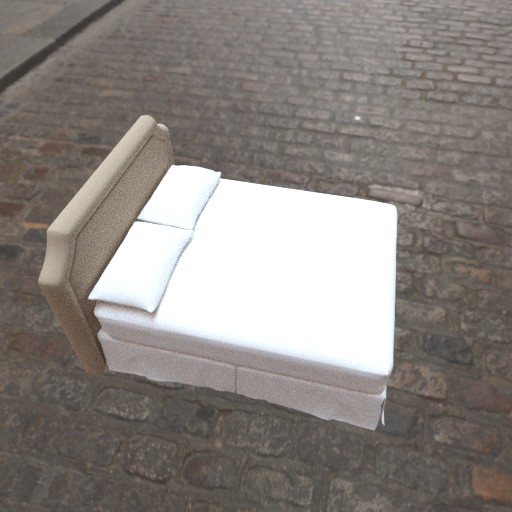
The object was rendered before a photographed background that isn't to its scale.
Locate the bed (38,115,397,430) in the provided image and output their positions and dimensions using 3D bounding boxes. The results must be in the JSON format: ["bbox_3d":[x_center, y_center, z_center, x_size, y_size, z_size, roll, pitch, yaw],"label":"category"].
[{"bbox_3d":[0.000,0.000,3.307,2.204,1.301,1.828,10,47,9],"label":"bed"}]
